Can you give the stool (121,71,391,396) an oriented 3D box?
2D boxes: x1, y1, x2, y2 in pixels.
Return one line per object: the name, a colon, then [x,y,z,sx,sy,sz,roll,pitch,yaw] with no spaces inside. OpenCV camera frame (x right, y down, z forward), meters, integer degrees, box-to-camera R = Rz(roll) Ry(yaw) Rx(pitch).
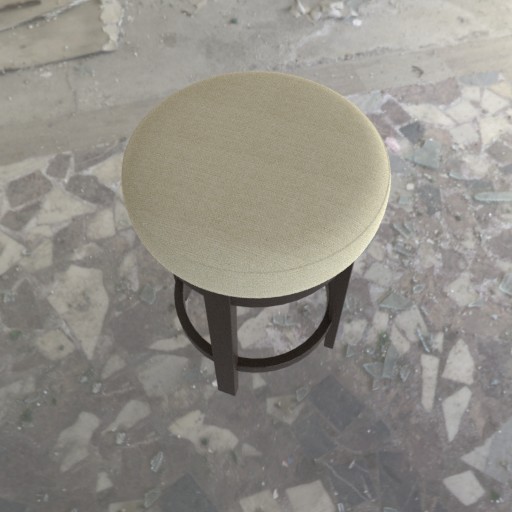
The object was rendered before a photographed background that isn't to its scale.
stool: [0.000,0.000,0.954,0.449,0.655,0.449,0,59,0]
